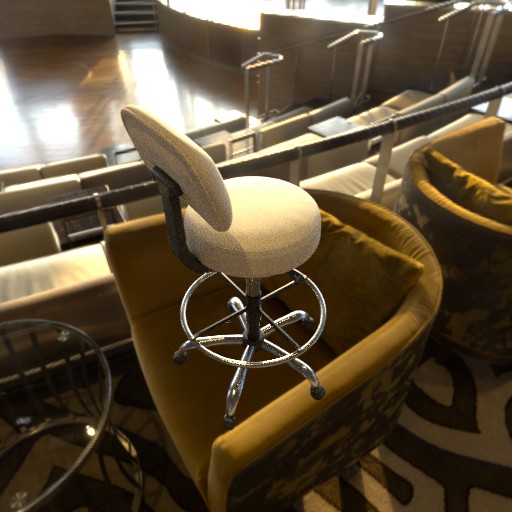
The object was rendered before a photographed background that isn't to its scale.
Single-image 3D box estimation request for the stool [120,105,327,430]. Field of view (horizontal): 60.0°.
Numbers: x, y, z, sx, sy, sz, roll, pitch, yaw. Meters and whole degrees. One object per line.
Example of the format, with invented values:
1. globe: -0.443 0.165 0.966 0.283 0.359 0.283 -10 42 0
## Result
1. stool: 0.000 0.000 1.453 0.616 1.080 0.609 -26 46 -28
